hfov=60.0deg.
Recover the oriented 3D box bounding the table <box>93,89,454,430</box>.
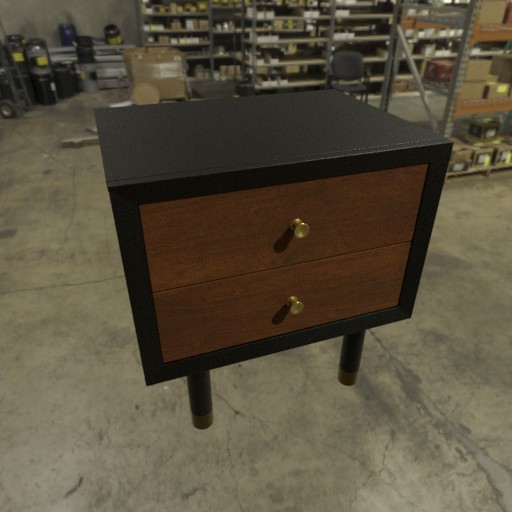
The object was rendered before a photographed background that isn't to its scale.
[{"bbox_3d":[0.000,0.000,0.986,0.564,0.584,0.441,-11,34,-16],"label":"table"}]
